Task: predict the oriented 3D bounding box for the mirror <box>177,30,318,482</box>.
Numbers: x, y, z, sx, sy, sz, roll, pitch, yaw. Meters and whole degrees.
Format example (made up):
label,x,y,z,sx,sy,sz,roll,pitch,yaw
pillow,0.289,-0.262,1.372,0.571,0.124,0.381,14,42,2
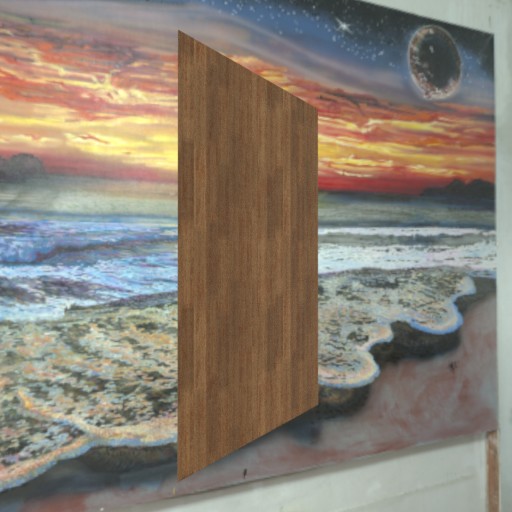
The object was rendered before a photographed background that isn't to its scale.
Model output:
label,x,y,z,sx,sy,sz,roll,pitch,yaw
mirror,0.000,0.000,1.264,0.047,1.010,0.651,0,0,36
